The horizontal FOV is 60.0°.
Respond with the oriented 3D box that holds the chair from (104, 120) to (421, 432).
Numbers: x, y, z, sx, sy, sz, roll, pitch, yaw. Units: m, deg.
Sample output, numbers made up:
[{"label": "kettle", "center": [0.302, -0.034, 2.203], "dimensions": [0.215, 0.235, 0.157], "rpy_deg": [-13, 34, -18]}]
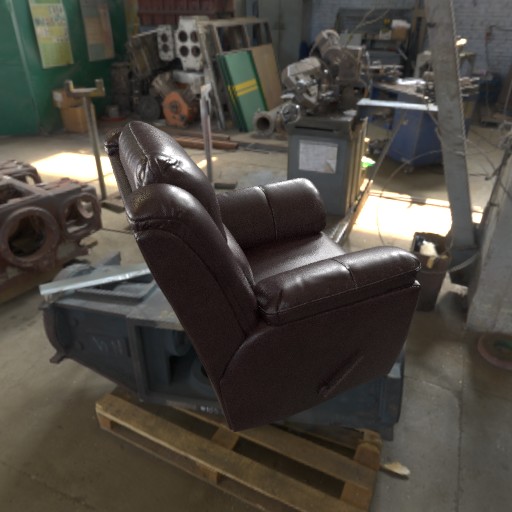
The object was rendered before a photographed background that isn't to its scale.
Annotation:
[{"label": "chair", "center": [0.000, 0.000, 1.882], "dimensions": [1.041, 1.093, 0.990], "rpy_deg": [-11, 32, -18]}]
